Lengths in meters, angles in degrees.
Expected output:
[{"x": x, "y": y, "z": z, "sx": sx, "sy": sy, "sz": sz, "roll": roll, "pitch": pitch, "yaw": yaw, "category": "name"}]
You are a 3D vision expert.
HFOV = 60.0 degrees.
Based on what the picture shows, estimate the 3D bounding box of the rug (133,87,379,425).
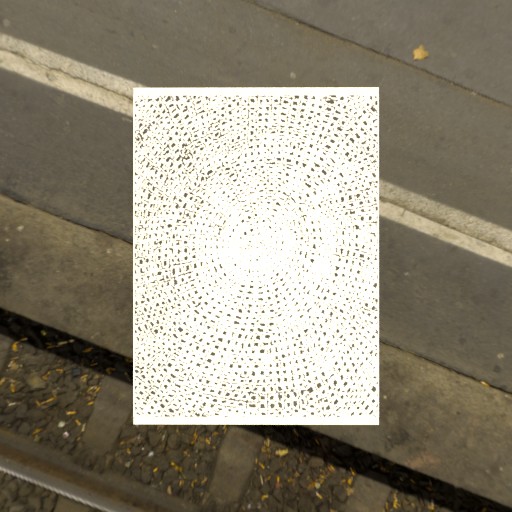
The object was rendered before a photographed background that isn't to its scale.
[{"x": 0.000, "y": 0.000, "z": 2.150, "sx": 1.190, "sy": 0.003, "sz": 1.634, "roll": 0, "pitch": 90, "yaw": 0, "category": "rug"}]
